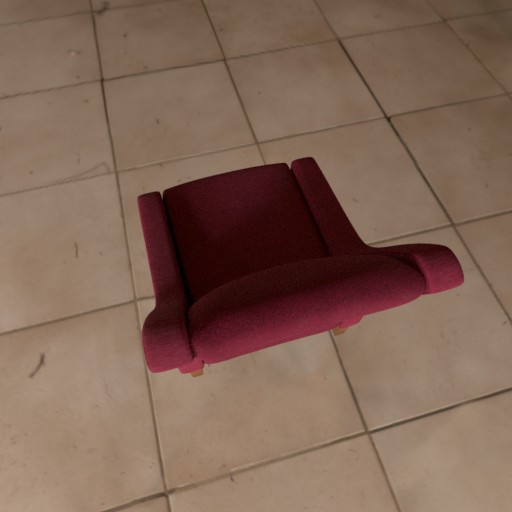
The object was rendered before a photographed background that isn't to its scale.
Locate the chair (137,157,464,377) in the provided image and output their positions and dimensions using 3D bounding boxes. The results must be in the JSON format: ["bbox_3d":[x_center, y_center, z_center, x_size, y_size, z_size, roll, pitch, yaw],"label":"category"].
[{"bbox_3d":[0.000,0.000,1.669,0.793,1.017,0.985,-14,60,-9],"label":"chair"}]
